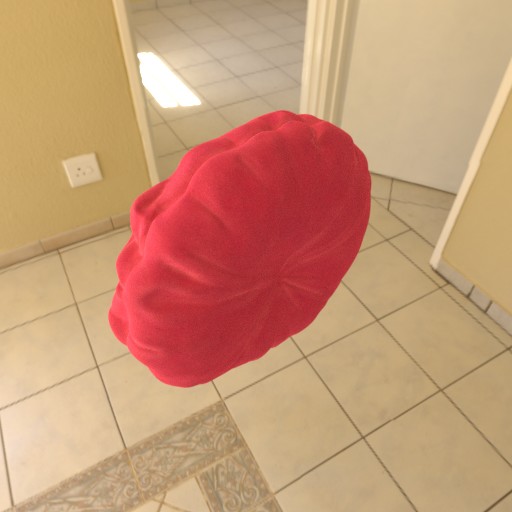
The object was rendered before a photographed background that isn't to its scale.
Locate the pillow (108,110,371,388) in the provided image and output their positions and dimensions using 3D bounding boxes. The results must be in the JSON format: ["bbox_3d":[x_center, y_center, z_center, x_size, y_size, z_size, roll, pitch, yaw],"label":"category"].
[{"bbox_3d":[0.000,0.000,0.631,0.428,0.407,0.148,-30,53,-26],"label":"pillow"}]
